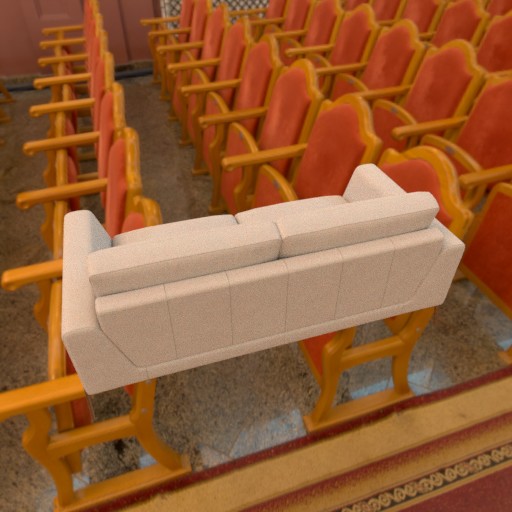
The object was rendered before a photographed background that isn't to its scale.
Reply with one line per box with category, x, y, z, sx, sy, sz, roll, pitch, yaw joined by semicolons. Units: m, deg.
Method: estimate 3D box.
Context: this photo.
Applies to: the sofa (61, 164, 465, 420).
sofa;0.000;0.000;2.513;2.017;0.875;0.953;-12;40;-14
